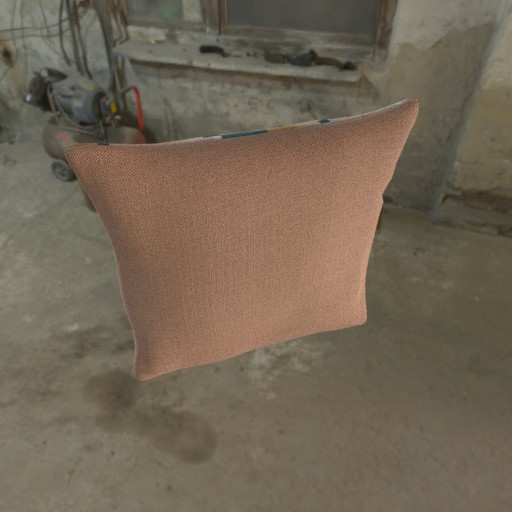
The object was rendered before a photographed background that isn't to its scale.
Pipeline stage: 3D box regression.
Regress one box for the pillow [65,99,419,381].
[{"bbox_3d":[0.000,0.000,0.733,0.478,0.479,0.158,-12,42,-13],"label":"pillow"}]
